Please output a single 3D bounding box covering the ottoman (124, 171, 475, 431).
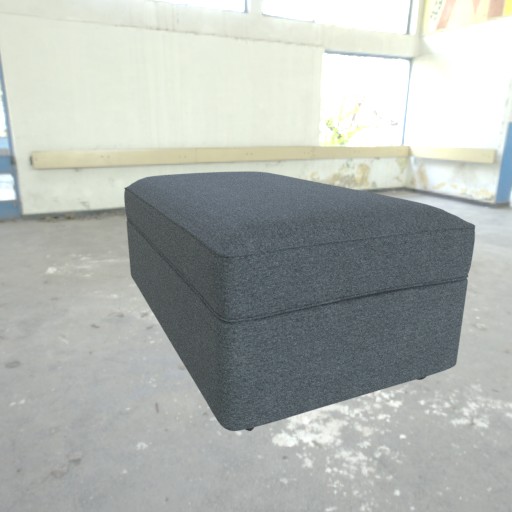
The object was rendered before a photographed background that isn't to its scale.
[{"bbox_3d":[0.000,0.000,1.501,0.681,0.494,1.173,-7,18,-24],"label":"ottoman"}]
